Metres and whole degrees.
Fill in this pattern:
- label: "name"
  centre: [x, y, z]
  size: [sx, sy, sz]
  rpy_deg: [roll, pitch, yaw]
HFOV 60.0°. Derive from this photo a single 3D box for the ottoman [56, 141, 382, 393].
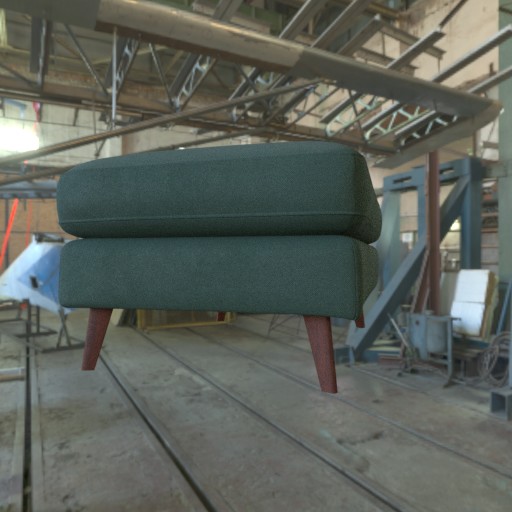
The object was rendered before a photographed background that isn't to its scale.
- label: "ottoman"
  centre: [0.000, 0.000, 1.138]
  size: [0.608, 0.449, 0.811]
  rpy_deg: [0, 0, 17]
